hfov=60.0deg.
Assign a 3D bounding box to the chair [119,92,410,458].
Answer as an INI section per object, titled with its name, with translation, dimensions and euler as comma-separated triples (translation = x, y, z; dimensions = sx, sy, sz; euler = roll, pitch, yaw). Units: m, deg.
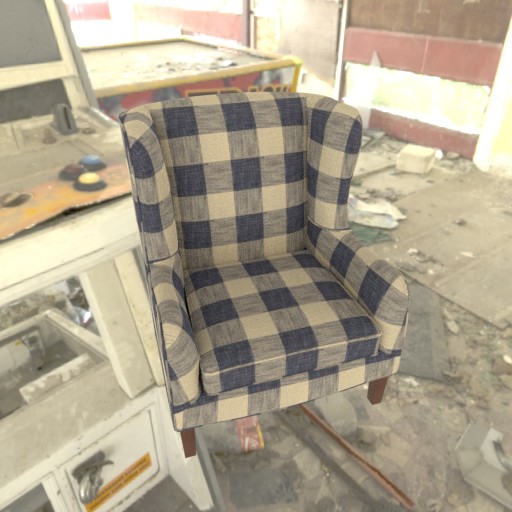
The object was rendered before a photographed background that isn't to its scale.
[chair]
translation = 0.000, 0.000, 1.693
dimensions = 0.830, 1.041, 0.889
euler = -10, 34, -15
